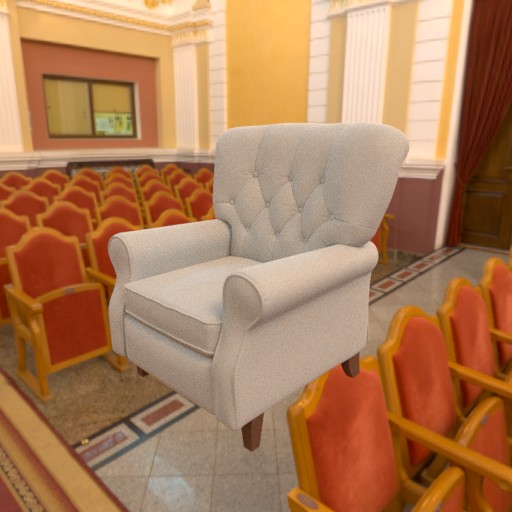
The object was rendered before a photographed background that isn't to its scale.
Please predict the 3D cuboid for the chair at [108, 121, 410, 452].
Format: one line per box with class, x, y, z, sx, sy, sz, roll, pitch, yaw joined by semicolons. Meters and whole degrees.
chair;0.000;0.000;2.095;1.090;1.217;1.128;15;22;42
